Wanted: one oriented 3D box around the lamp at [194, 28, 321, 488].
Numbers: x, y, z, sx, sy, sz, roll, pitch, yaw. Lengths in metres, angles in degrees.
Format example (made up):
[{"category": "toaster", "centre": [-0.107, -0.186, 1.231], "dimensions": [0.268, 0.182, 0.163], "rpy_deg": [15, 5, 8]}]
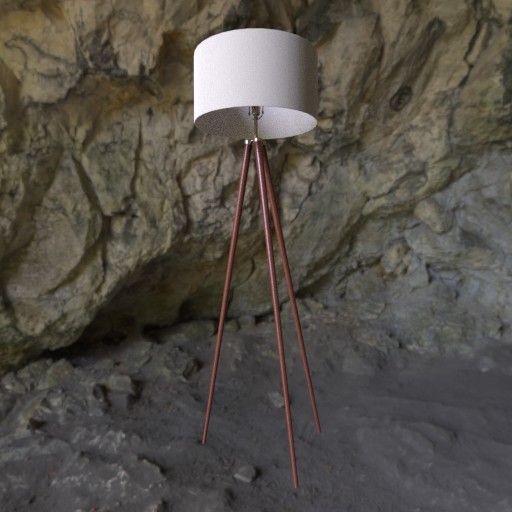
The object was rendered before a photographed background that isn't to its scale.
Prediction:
[{"category": "lamp", "centre": [0.000, 0.000, 1.761], "dimensions": [0.483, 1.553, 0.483], "rpy_deg": [0, 2, 18]}]
